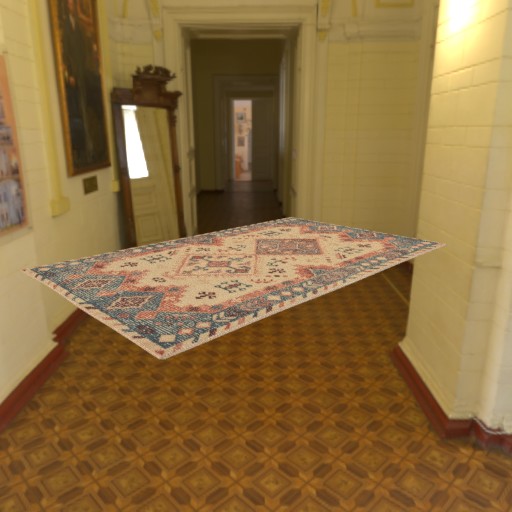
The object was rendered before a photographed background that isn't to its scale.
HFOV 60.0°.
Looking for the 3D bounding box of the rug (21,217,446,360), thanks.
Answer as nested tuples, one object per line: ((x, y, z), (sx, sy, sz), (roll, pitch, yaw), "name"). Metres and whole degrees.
((0.000, 0.000, 2.960), (2.464, 0.023, 1.521), (-15, 21, -43), "rug")
